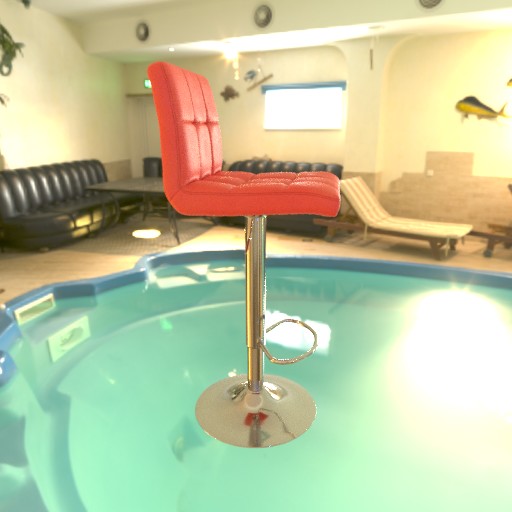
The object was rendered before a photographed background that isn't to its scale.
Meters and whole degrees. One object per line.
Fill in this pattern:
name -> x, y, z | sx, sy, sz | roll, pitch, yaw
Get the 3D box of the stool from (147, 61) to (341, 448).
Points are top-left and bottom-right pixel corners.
stool -> 0.000, 0.000, 1.409 | 0.505, 1.115, 0.430 | 3, 17, 10
